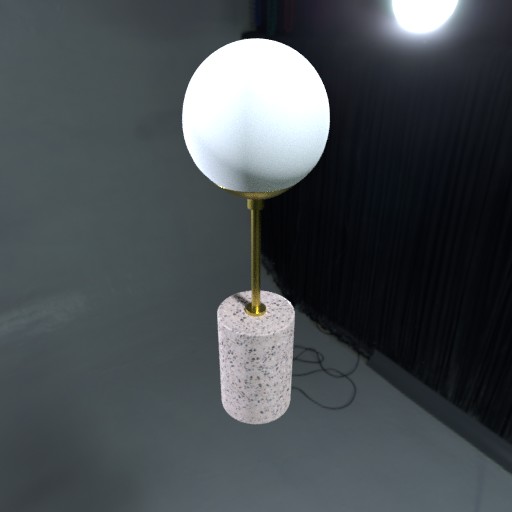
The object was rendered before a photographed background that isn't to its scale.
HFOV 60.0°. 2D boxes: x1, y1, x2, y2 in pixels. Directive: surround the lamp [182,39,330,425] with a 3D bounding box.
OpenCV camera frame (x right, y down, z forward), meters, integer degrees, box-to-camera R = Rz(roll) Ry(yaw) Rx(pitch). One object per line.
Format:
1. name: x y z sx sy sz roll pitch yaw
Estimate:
1. lamp: 0.000 0.000 0.545 0.153 0.480 0.153 0 29 0
